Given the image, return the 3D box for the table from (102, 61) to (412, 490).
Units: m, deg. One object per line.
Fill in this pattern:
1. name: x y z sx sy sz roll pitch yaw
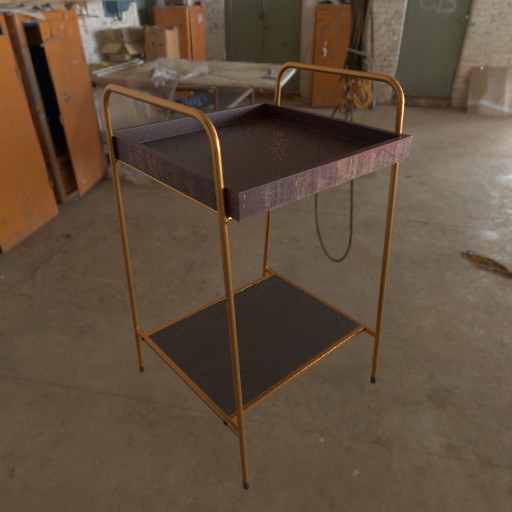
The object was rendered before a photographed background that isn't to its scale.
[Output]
1. table: 0.000 0.000 0.946 0.430 0.710 0.430 -24 38 -35
